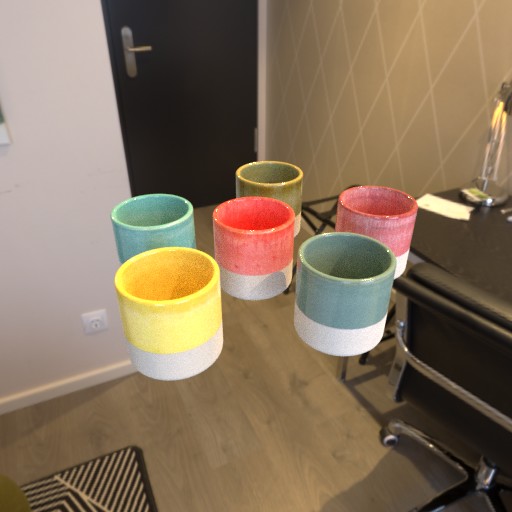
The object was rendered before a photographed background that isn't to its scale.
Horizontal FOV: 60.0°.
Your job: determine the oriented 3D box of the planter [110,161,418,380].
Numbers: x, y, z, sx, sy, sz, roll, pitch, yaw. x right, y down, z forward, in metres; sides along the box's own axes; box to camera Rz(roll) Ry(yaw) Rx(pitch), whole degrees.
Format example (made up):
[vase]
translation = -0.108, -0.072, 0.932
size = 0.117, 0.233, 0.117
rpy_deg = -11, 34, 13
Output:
[planter]
translation = 0.000, 0.000, 0.411
size = 0.257, 0.075, 0.286
rpy_deg = 20, 36, 29
